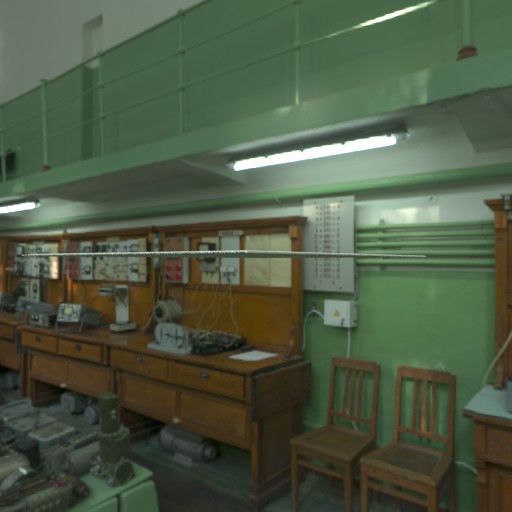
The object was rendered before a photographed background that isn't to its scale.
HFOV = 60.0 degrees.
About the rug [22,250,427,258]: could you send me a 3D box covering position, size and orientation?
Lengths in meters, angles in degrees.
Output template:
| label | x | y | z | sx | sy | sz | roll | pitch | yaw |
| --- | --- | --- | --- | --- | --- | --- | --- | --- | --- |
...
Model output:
| label | x | y | z | sx | sy | sz | roll | pitch | yaw |
| --- | --- | --- | --- | --- | --- | --- | --- | --- | --- |
| rug | 0.000 | 0.000 | 2.852 | 1.514 | 0.011 | 2.233 | 0 | -1 | 37 |
